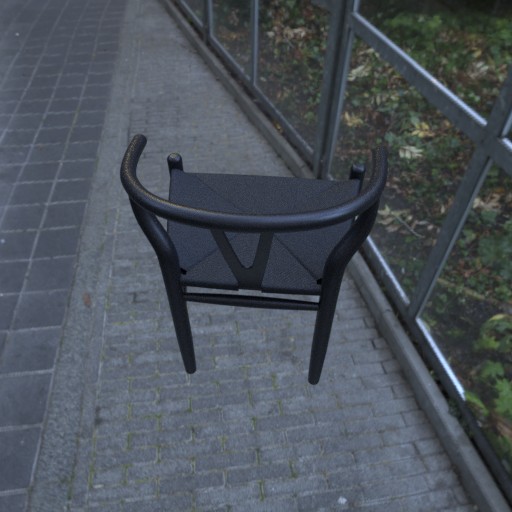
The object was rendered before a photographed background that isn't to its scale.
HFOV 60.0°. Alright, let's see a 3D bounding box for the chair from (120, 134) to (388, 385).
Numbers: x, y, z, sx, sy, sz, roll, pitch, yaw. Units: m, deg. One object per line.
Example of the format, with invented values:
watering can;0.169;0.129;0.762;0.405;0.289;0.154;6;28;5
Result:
chair;0.000;0.000;1.150;0.569;0.730;0.579;4;45;4
